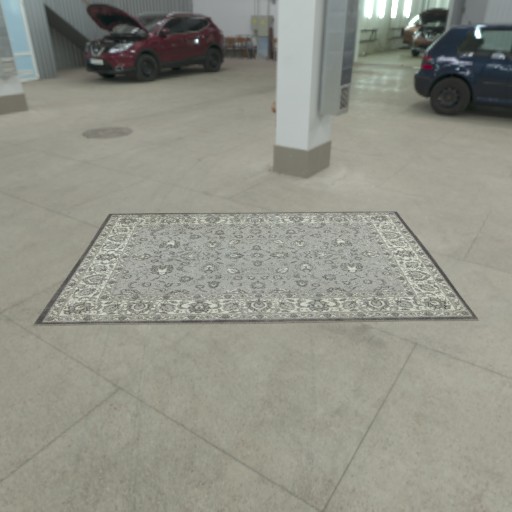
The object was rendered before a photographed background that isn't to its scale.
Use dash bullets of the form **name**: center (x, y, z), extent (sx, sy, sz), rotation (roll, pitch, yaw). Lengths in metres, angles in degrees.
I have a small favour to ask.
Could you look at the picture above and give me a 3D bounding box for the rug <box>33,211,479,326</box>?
- **rug**: center (0.000, 0.000, 3.071), extent (2.438, 0.011, 1.524), rotation (-1, 29, -1)
